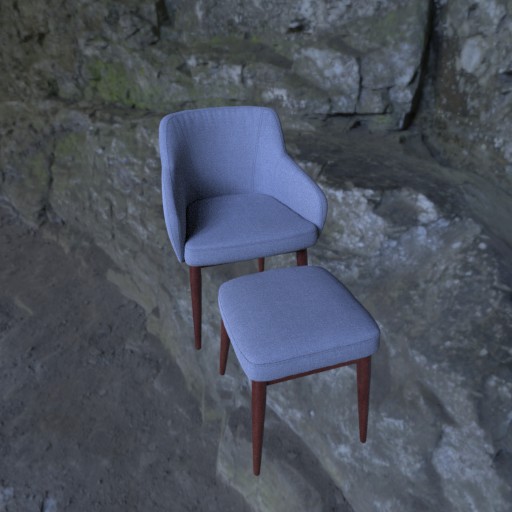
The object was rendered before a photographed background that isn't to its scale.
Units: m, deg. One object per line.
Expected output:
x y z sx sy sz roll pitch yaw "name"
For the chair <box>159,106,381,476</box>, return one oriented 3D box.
0.000 0.000 1.574 0.584 0.799 1.107 -10 33 -15 "chair"
